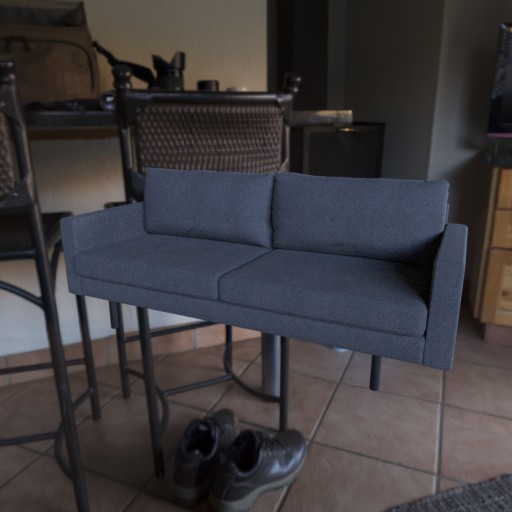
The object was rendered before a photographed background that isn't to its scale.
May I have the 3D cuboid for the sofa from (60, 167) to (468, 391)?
[{"bbox_3d":[0.000,0.000,2.475,2.100,0.880,0.880,7,17,24],"label":"sofa"}]
